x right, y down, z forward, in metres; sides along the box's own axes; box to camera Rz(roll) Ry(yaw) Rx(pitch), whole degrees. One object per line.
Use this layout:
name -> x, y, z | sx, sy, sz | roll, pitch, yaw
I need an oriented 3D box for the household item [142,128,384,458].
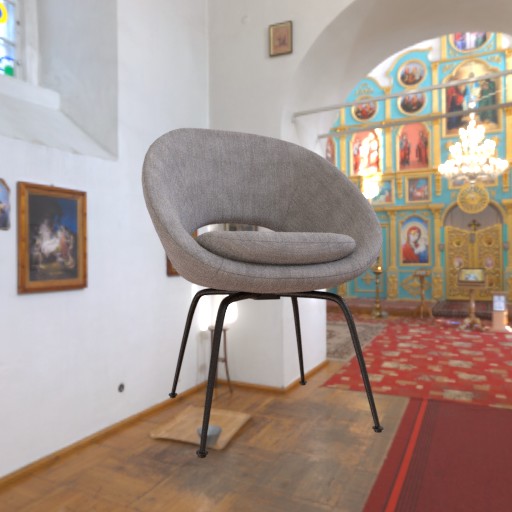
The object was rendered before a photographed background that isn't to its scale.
household item -> 0.000, 0.000, 1.277 | 0.643, 0.869, 0.587 | 0, -1, -19
